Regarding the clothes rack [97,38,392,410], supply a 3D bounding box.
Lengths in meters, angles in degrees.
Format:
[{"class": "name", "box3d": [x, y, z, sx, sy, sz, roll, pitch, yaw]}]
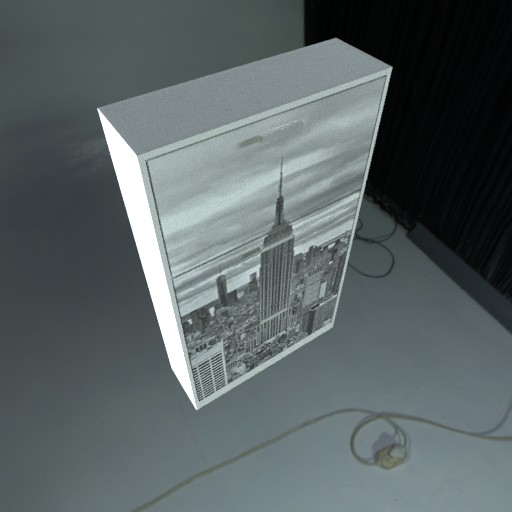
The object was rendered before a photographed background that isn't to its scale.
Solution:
[{"class": "clothes rack", "box3d": [0.000, 0.000, 1.607, 0.750, 1.280, 0.250, -26, 53, -22]}]
